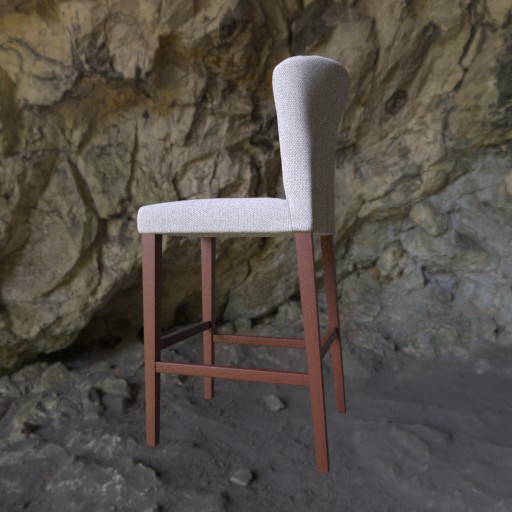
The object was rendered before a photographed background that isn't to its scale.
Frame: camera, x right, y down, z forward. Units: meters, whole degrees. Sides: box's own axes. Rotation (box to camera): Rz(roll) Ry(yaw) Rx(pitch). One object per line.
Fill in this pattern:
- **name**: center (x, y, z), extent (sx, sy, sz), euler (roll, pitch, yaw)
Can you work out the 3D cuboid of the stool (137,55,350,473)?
- **stool**: center (0.000, 0.000, 1.374), extent (0.568, 1.069, 0.481), euler (0, 1, 17)
